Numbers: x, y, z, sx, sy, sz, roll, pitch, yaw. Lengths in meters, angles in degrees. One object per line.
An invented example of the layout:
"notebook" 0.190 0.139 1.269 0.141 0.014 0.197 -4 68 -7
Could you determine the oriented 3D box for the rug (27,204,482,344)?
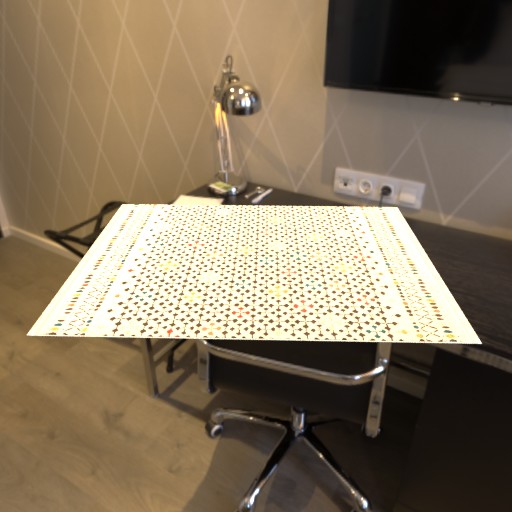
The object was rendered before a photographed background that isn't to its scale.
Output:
"rug" 0.000 0.000 2.012 1.556 0.006 1.146 1 30 1
